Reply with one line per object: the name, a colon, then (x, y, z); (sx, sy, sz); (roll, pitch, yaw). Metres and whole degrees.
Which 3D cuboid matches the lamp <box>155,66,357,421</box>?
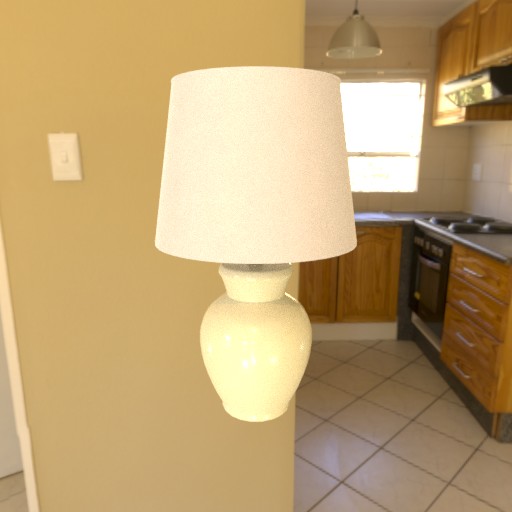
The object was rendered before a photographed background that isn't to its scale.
lamp: (0.000, 0.000, 0.542); (0.239, 0.399, 0.239); (0, 13, 0)
